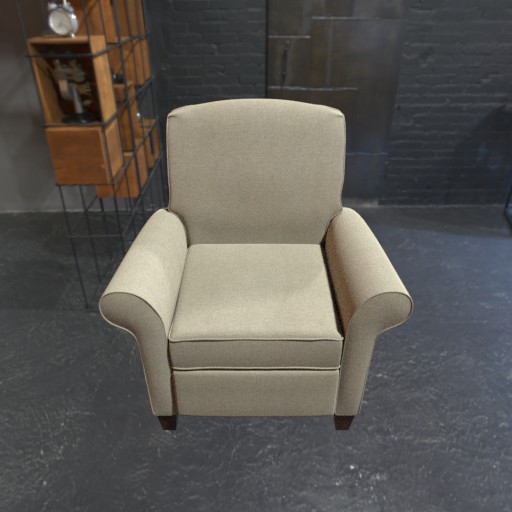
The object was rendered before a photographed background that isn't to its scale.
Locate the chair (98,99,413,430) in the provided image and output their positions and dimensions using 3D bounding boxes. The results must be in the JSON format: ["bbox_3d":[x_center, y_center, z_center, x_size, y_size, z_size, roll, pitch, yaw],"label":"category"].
[{"bbox_3d":[0.000,0.000,1.780,0.978,1.061,0.905,0,30,0],"label":"chair"}]
